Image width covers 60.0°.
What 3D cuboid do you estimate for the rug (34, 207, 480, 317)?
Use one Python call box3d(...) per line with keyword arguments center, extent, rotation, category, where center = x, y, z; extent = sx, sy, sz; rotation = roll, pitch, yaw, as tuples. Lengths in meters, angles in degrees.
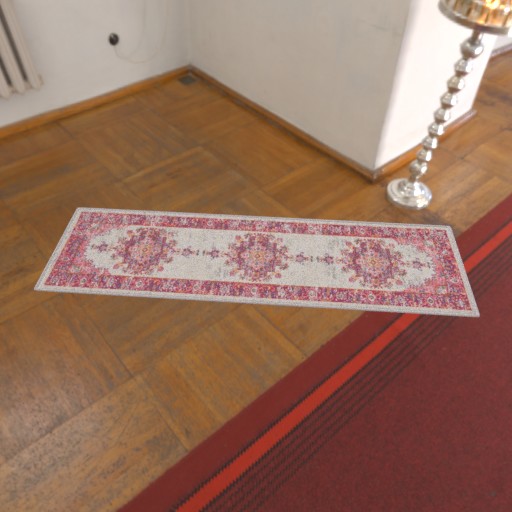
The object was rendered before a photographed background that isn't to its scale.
box3d(center=(0.000, 0.000, 2.493), extent=(2.294, 0.011, 0.666), rotation=(3, 47, 3), category="rug")
